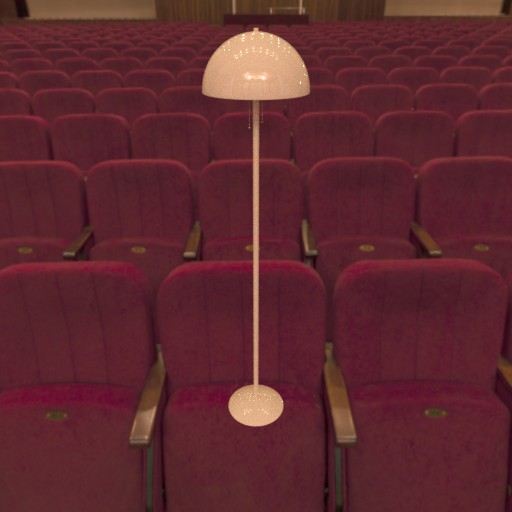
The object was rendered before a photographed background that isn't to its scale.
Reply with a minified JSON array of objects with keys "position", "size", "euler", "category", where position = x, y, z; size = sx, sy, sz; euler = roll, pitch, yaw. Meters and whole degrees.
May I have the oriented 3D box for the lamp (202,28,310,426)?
[{"position":[0.000,0.000,1.617],"size":[0.328,1.480,0.328],"euler":[0,28,0],"category":"lamp"}]
